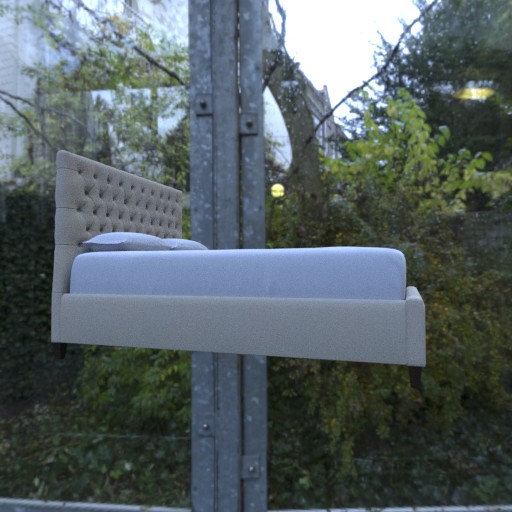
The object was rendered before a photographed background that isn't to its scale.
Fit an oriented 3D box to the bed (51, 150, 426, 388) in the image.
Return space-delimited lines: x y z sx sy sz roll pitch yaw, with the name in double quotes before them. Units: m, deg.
"bed" 0.000 0.000 3.431 2.387 1.427 1.698 -1 -2 19
